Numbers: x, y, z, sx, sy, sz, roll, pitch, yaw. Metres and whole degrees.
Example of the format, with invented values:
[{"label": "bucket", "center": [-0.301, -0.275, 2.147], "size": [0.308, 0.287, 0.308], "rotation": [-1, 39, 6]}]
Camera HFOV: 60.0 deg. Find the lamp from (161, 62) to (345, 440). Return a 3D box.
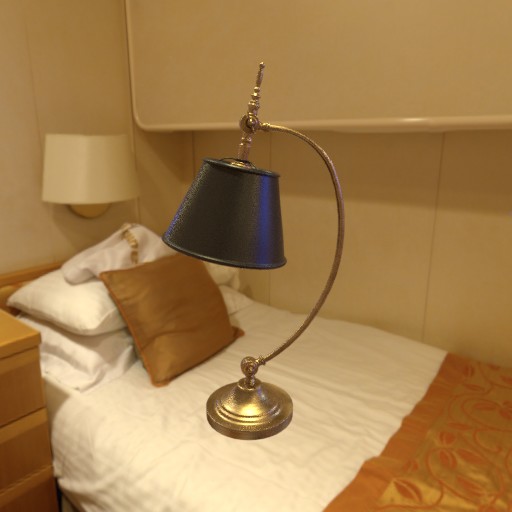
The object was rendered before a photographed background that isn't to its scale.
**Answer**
[{"label": "lamp", "center": [0.000, 0.000, 0.834], "size": [0.344, 0.675, 0.235], "rotation": [-2, 15, -8]}]
